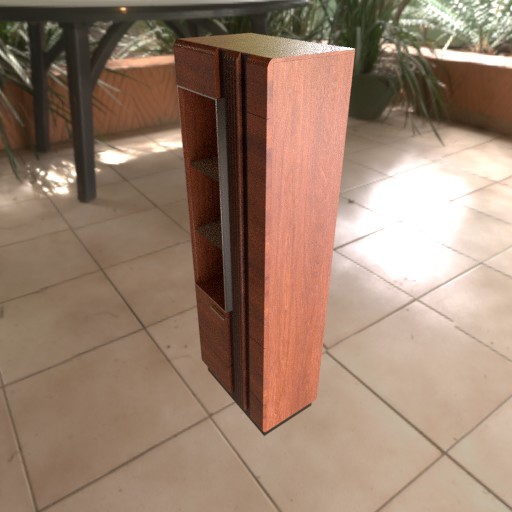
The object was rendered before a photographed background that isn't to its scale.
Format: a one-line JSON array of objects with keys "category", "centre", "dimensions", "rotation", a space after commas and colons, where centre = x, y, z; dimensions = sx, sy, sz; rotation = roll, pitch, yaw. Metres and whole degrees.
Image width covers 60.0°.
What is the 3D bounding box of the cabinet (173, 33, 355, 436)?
[{"category": "cabinet", "centre": [0.000, 0.000, 2.278], "dimensions": [0.420, 1.980, 0.660], "rotation": [-21, 38, -30]}]
